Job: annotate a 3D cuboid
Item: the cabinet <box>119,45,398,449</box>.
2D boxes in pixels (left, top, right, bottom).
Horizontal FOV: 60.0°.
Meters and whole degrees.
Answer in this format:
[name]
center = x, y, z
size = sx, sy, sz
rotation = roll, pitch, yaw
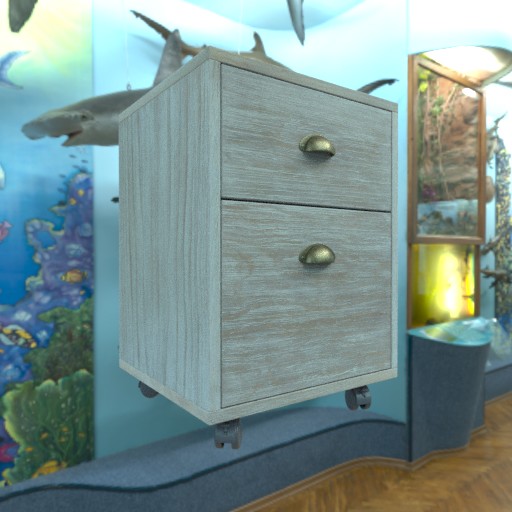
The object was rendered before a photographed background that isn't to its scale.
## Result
[cabinet]
center = 0.000, 0.000, 0.869
size = 0.409, 0.579, 0.401
rotation = 0, 1, -35
